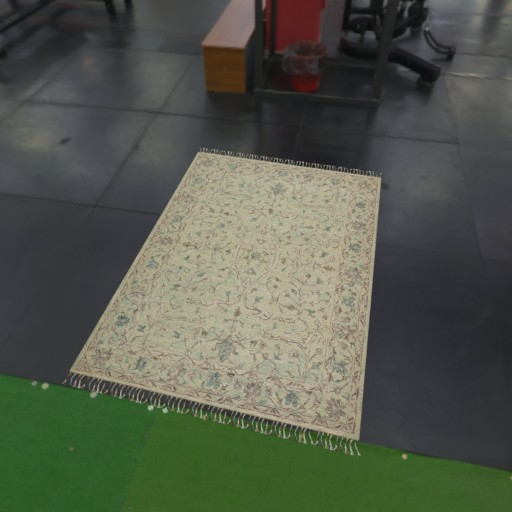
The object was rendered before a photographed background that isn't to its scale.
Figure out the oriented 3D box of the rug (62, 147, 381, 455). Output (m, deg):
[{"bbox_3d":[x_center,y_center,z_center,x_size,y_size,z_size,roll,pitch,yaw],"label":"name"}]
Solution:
[{"bbox_3d":[0.000,0.000,2.340,1.247,0.008,1.802,10,48,9],"label":"rug"}]
